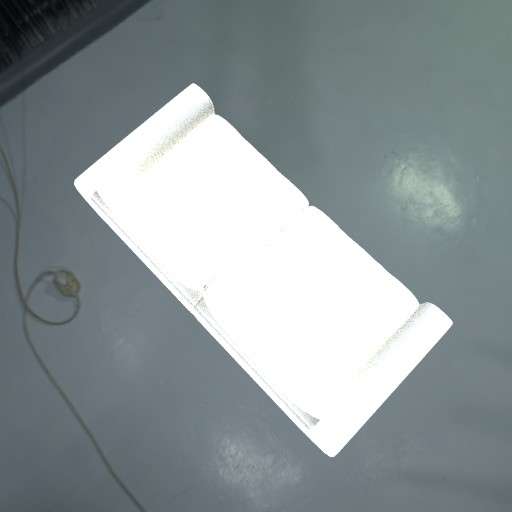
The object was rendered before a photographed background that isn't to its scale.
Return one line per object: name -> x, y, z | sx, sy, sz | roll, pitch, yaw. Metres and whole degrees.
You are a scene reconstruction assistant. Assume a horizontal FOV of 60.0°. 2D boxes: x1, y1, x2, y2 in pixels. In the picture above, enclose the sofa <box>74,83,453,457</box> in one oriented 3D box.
sofa -> 0.000, 0.000, 2.806 | 1.070, 0.801, 2.262 | -43, 79, -10
